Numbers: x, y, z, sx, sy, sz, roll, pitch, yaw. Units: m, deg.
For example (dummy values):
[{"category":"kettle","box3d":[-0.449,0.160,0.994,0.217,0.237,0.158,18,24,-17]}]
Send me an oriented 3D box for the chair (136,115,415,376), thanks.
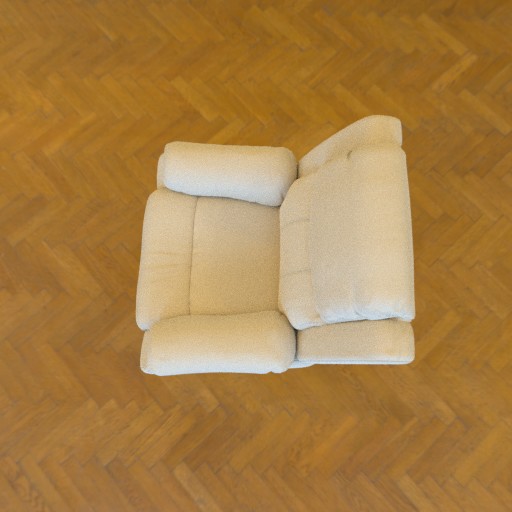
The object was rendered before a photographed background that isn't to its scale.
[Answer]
[{"category":"chair","box3d":[0.000,0.000,1.277,0.709,0.702,0.680,2,76,0]}]
